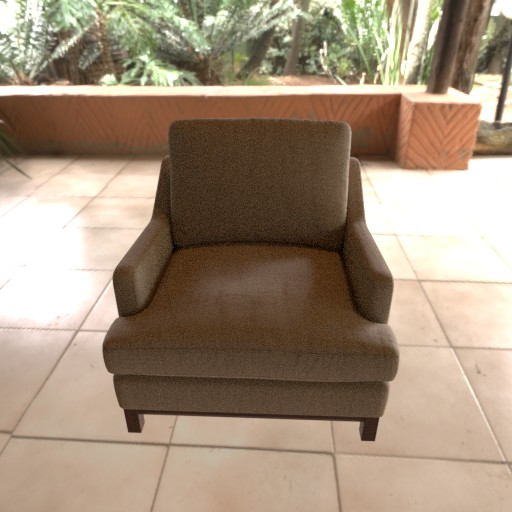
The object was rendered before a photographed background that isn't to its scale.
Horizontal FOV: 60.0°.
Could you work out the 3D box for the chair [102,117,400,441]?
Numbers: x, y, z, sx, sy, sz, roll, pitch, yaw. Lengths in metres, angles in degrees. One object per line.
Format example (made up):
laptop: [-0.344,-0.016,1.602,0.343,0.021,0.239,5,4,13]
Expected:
chair: [0.000,0.000,1.710,0.912,0.916,1.001,1,29,2]
